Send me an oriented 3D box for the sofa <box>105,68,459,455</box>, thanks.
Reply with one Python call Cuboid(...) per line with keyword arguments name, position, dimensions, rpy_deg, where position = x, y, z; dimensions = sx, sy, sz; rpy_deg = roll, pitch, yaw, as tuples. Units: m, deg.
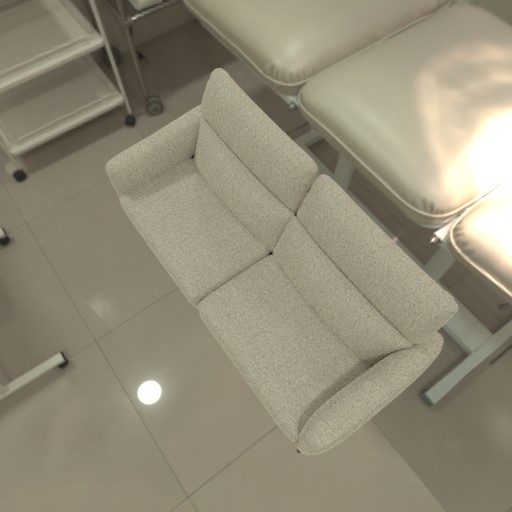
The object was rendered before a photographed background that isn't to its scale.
Cuboid(name="sofa", position=(0.000, 0.000, 2.465), dimensions=(0.856, 0.956, 2.015), rpy_deg=(-34, 68, -15))
